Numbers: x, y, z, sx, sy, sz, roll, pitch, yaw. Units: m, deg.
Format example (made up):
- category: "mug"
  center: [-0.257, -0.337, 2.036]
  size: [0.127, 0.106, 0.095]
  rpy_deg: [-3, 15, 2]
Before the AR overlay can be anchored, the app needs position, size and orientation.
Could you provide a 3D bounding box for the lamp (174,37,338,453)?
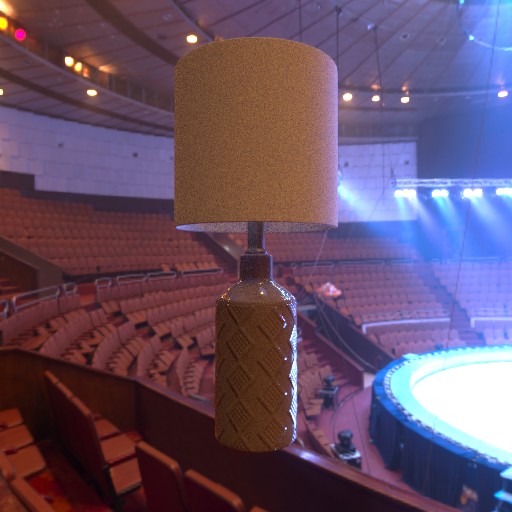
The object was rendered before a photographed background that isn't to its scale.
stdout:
- category: "lamp"
  center: [0.000, 0.000, 0.569]
  size: [0.207, 0.461, 0.207]
  rpy_deg: [0, 0, 36]
